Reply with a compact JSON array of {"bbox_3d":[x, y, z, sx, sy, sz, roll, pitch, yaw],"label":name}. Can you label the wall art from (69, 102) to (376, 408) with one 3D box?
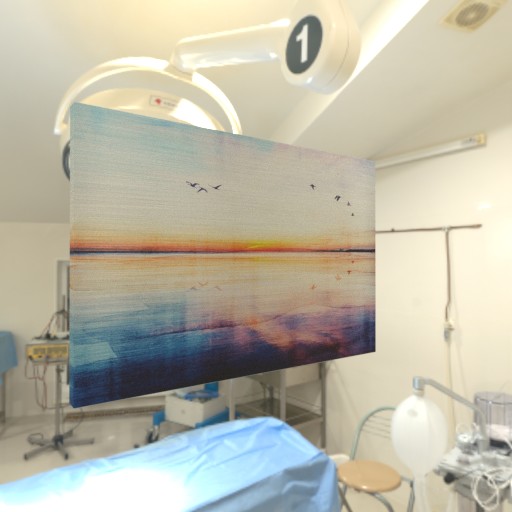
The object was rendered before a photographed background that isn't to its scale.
[{"bbox_3d":[0.000,0.000,1.154,0.911,0.605,0.037,0,-1,-36],"label":"wall art"}]
